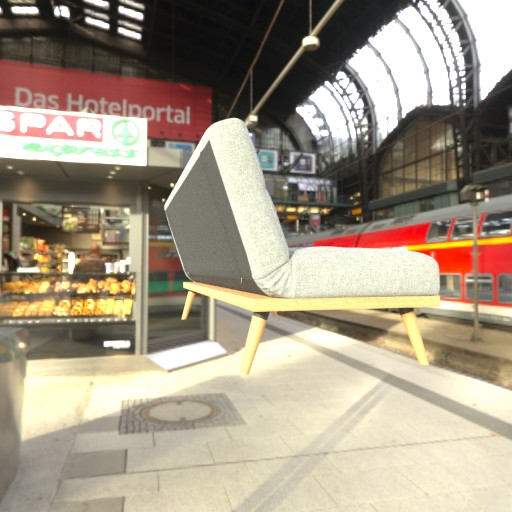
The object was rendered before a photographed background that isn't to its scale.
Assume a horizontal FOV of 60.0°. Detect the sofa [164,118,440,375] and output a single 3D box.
[{"bbox_3d":[0.000,0.000,2.268,0.800,0.800,1.820,0,-2,-16],"label":"sofa"}]
